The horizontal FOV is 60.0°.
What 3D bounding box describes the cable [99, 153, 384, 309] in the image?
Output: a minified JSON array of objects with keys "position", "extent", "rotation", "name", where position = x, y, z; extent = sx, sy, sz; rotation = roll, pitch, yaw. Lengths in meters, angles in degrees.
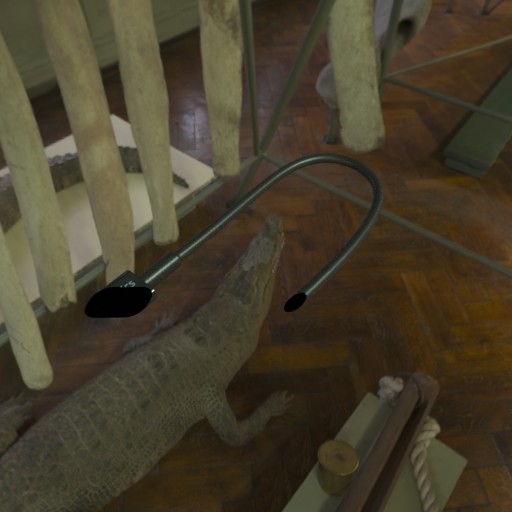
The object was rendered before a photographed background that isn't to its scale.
[{"position":[0.000,0.000,0.109],"extent":[0.040,0.006,0.098],"rotation":[32,56,25],"name":"cable"}]
